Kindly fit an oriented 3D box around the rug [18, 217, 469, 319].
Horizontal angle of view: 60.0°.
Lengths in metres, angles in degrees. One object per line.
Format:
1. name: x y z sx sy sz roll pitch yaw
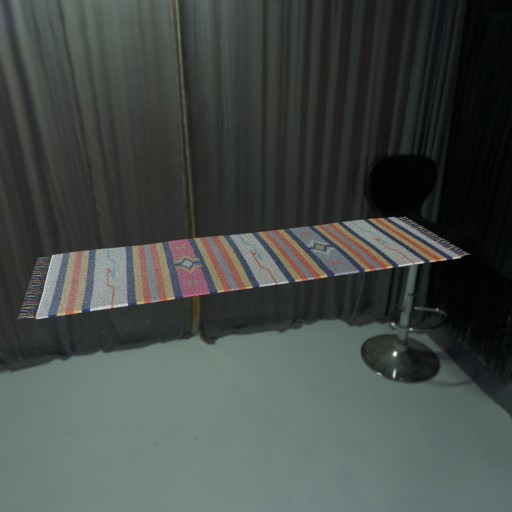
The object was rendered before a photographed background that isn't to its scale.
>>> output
1. rug: 0.000 0.000 2.603 2.455 0.017 0.695 -7 26 -15
